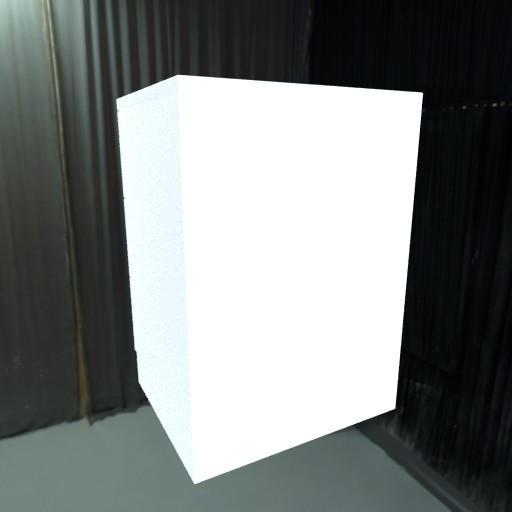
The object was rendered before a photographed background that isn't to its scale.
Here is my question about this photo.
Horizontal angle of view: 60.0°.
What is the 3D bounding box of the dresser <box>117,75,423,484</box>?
[{"bbox_3d":[0.000,0.000,0.825,0.400,0.560,0.360,-8,16,-27],"label":"dresser"}]
